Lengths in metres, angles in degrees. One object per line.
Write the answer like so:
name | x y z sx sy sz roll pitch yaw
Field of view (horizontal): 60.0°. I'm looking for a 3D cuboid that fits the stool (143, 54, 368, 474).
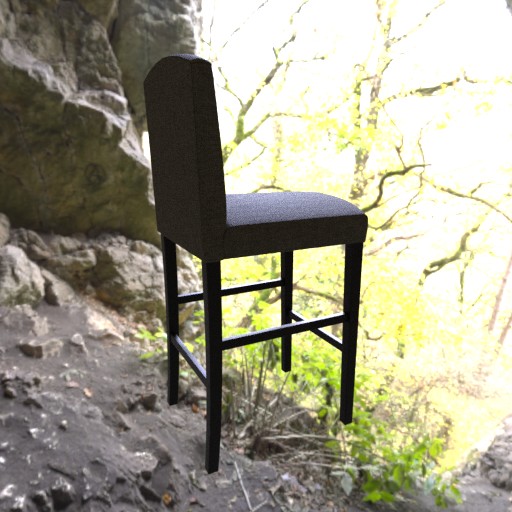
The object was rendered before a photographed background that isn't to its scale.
stool | 0.000 0.000 1.416 0.552 1.138 0.451 -8 17 -26
